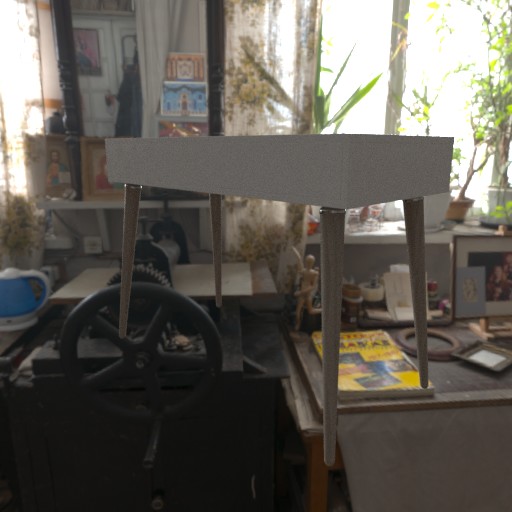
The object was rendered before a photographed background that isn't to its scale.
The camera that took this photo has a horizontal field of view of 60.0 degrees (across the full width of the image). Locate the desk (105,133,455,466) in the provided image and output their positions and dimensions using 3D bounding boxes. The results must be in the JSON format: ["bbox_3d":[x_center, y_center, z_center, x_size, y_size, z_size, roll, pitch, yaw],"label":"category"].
[{"bbox_3d":[0.000,0.000,1.404,0.491,0.723,0.979,-13,19,-43],"label":"desk"}]
